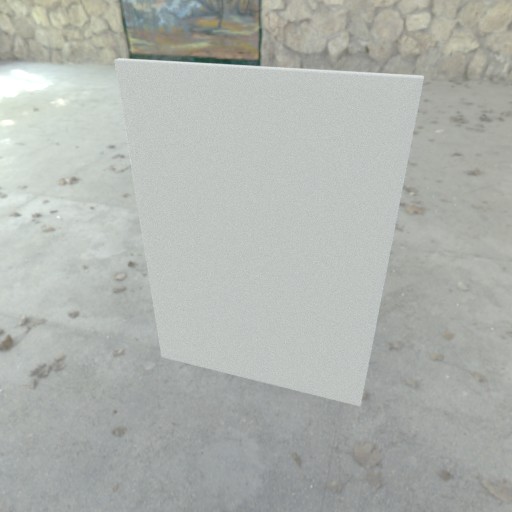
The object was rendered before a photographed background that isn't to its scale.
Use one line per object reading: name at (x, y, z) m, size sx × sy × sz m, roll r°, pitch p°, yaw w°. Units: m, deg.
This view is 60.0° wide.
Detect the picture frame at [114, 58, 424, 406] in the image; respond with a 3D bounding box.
picture frame at (0.000, 0.000, 0.670) m, size 0.381 × 0.534 × 0.012 m, roll 10°, pitch 34°, yaw 15°
